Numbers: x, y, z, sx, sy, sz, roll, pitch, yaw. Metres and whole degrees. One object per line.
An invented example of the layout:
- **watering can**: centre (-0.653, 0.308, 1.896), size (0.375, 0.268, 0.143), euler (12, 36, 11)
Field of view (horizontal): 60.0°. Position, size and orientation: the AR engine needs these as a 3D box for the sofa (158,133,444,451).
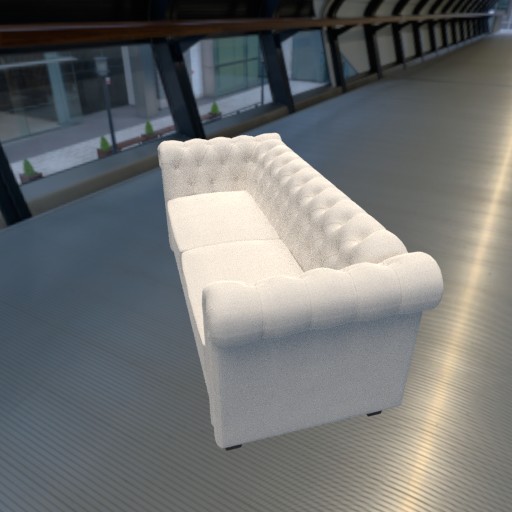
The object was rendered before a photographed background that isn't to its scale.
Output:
- **sofa**: centre (0.000, 0.000, 2.234), size (0.771, 0.796, 1.798), euler (-8, 31, -13)
